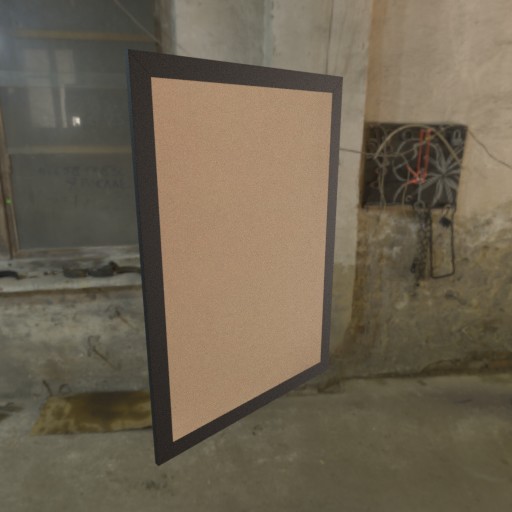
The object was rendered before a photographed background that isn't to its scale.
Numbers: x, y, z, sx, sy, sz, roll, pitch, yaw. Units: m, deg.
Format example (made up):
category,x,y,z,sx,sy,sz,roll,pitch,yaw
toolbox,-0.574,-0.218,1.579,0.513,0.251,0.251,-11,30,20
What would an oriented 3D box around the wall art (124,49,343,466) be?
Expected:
category,x,y,z,sx,sy,sz,roll,pitch,yaw
wall art,0.000,0.000,0.668,0.379,0.530,0.008,-14,21,-41
